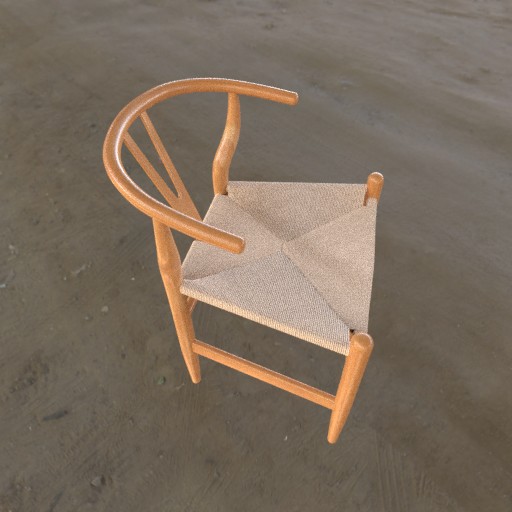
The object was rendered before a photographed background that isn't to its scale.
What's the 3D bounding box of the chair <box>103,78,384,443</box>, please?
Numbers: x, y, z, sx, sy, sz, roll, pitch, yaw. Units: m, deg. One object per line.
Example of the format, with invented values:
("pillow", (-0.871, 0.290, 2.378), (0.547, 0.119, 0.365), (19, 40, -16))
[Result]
("chair", (0.000, 0.000, 1.124), (0.579, 0.730, 0.569), (10, 47, 9))
